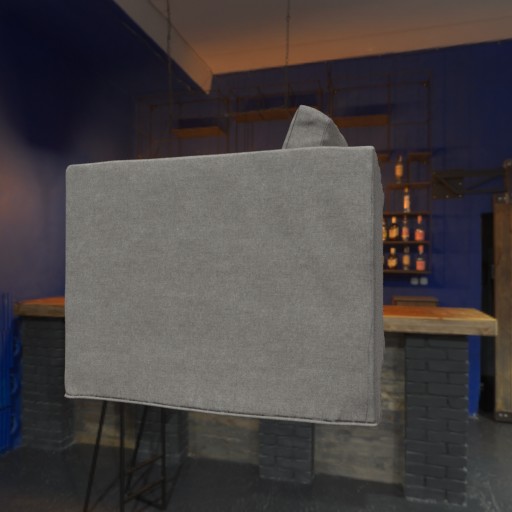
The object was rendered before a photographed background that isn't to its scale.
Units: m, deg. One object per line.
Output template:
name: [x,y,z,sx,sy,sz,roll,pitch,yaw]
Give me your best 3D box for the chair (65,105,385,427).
chair: [0.000,0.000,1.704,0.949,0.863,1.057,0,0,17]
